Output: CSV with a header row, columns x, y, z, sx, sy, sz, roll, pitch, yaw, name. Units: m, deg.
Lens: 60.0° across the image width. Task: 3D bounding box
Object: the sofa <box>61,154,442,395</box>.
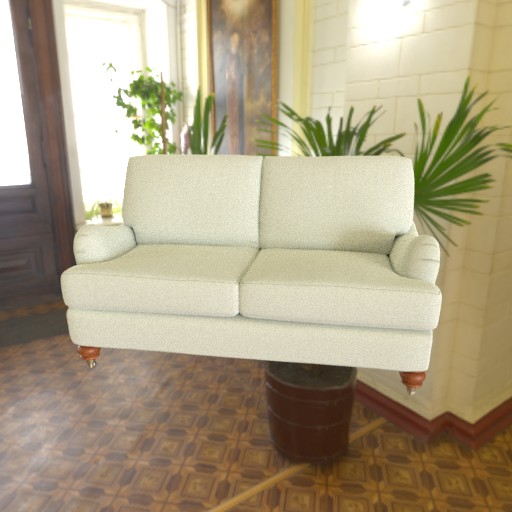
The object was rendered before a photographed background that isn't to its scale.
x,y,z,sx,sy,sz,roll,pitch,yaw,name
0.000,0.000,2.525,1.853,1.101,1.084,2,15,9,sofa
